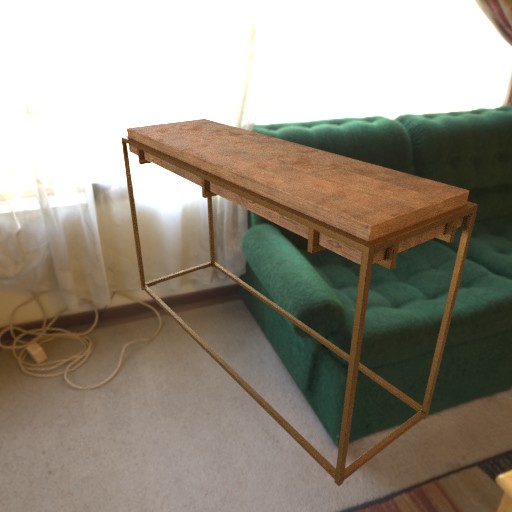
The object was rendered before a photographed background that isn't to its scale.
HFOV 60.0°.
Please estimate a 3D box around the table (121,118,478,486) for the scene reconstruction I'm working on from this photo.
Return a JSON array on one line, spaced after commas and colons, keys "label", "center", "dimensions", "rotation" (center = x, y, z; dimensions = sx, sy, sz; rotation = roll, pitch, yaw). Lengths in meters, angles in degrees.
[{"label": "table", "center": [0.000, 0.000, 1.736], "dimensions": [0.440, 0.820, 1.400], "rotation": [-19, 32, -32]}]
